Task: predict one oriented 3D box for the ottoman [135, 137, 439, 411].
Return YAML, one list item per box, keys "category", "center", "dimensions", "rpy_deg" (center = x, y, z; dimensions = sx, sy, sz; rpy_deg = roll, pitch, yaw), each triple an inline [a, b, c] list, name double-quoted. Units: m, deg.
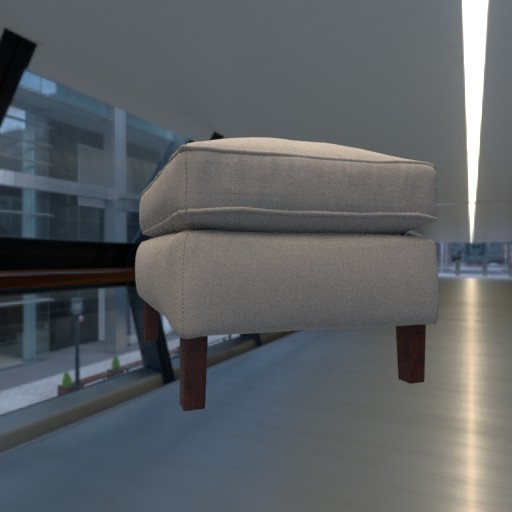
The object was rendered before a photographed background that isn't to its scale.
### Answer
- category: "ottoman"
  center: [0.000, 0.000, 1.008]
  dimensions: [0.501, 0.456, 0.665]
  rpy_deg: [0, 0, -20]
